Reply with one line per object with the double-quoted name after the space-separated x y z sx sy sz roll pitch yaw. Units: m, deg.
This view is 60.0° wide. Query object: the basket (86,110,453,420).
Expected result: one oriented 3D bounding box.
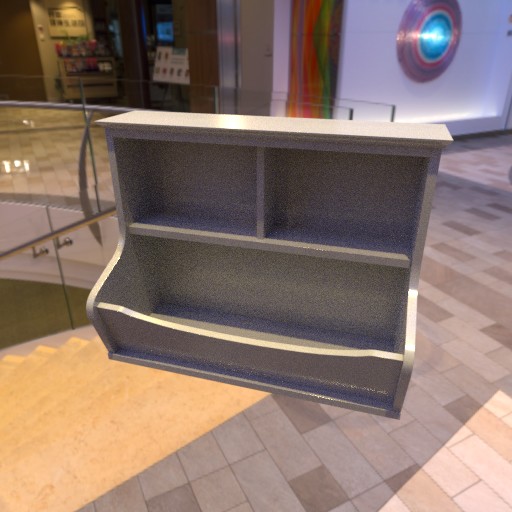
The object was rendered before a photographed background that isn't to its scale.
0.000 0.000 1.072 0.780 0.600 0.350 7 27 15 "basket"
